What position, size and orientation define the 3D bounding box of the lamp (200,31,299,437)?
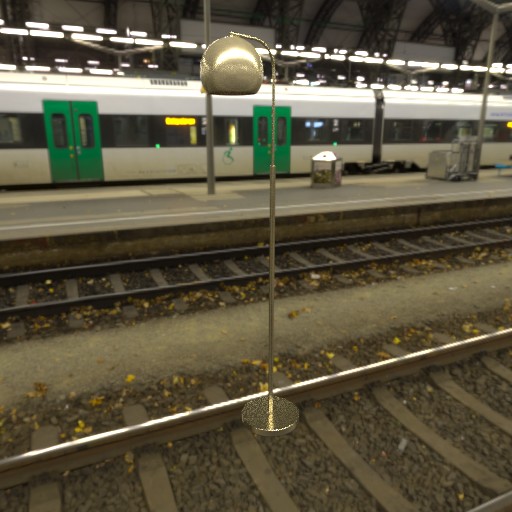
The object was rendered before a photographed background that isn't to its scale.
[{"bbox_3d":[0.000,0.000,1.690,0.250,1.526,0.431,15,21,42],"label":"lamp"}]
